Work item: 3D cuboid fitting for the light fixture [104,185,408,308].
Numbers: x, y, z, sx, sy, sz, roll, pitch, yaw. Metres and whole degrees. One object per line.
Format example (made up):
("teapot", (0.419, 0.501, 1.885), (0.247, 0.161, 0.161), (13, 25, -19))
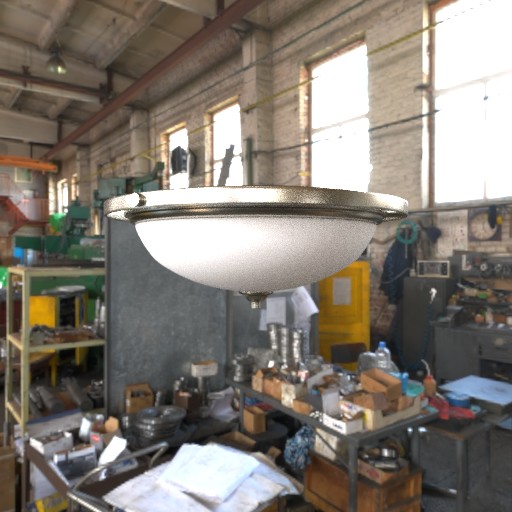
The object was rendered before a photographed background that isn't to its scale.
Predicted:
("light fixture", (0.000, 0.000, 0.556), (0.361, 0.130, 0.361), (0, 1, 0))
